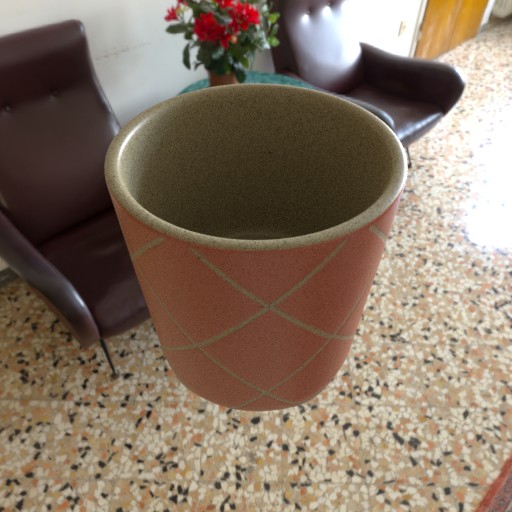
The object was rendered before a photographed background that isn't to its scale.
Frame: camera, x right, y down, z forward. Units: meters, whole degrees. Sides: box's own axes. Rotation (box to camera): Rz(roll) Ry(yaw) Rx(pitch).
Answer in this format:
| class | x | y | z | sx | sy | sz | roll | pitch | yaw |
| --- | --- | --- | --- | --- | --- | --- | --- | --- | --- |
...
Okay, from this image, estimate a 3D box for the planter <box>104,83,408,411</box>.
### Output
| class | x | y | z | sx | sy | sz | roll | pitch | yaw |
| --- | --- | --- | --- | --- | --- | --- | --- | --- | --- |
| planter | 0.000 | 0.000 | 0.355 | 0.191 | 0.200 | 0.191 | 0 | 45 | 0 |
